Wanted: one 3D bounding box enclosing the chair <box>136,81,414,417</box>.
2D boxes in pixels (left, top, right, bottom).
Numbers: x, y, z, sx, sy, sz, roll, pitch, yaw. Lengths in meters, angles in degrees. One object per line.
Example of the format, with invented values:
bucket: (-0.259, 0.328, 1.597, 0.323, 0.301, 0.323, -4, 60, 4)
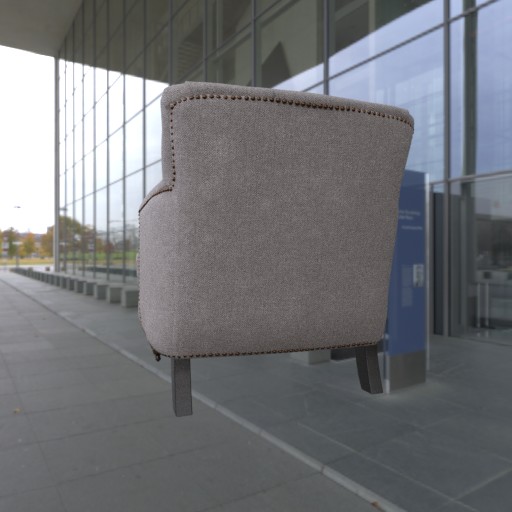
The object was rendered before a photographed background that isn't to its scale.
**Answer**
chair: (0.000, 0.000, 1.497, 0.737, 0.823, 0.902, 0, 0, -19)
